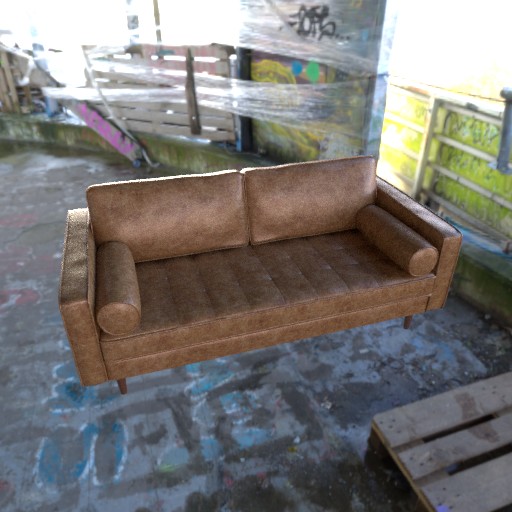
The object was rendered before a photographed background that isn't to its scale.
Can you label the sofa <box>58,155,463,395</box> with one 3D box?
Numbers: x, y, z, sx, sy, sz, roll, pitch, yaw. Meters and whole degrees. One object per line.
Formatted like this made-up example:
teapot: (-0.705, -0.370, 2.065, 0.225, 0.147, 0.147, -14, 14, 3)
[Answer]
sofa: (0.000, 0.000, 2.422, 1.920, 0.825, 0.924, -9, 32, -15)
